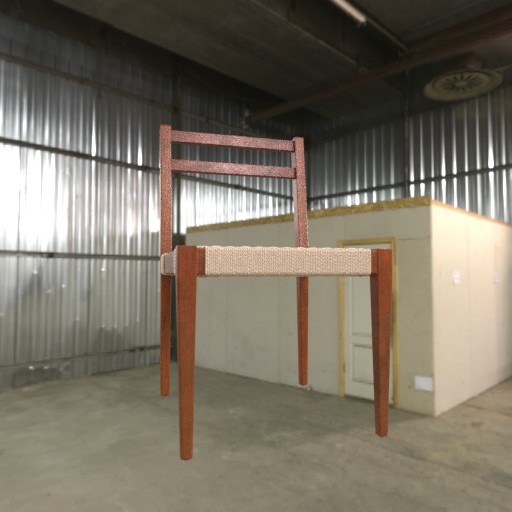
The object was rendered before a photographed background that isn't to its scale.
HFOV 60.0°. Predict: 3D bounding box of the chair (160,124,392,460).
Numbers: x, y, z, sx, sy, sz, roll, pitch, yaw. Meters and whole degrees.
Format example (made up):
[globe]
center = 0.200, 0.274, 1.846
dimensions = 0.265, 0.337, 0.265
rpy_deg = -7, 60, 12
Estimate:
[chair]
center = 0.000, 0.000, 1.232
dimensions = 0.495, 0.851, 0.569
rpy_deg = 1, -2, -16
